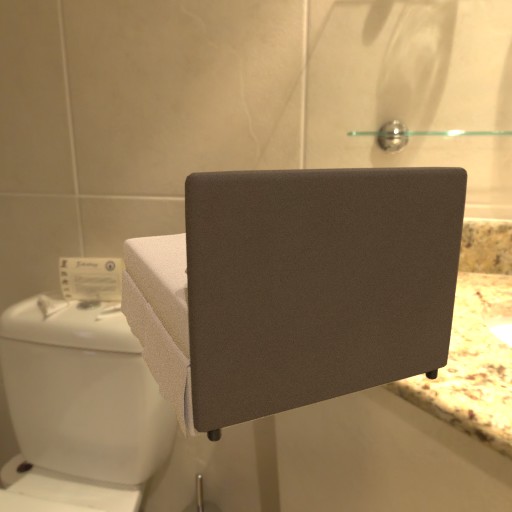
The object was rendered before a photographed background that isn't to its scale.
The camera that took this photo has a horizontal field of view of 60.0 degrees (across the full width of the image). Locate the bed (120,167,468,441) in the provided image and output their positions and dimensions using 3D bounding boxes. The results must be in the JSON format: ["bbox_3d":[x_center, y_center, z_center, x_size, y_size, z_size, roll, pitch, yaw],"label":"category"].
[{"bbox_3d":[0.000,0.000,3.249,1.723,1.330,2.142,-6,15,-24],"label":"bed"}]
